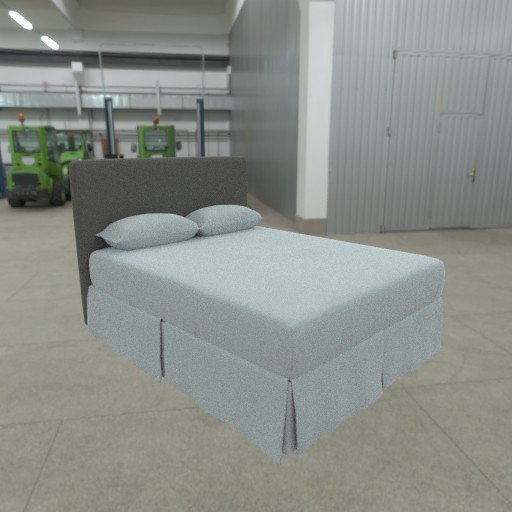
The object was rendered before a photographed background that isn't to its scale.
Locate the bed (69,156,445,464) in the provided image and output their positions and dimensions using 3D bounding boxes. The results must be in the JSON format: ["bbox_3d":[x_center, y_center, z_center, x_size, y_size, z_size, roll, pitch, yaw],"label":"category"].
[{"bbox_3d":[0.000,0.000,3.142,2.142,1.330,1.748,14,19,43],"label":"bed"}]
